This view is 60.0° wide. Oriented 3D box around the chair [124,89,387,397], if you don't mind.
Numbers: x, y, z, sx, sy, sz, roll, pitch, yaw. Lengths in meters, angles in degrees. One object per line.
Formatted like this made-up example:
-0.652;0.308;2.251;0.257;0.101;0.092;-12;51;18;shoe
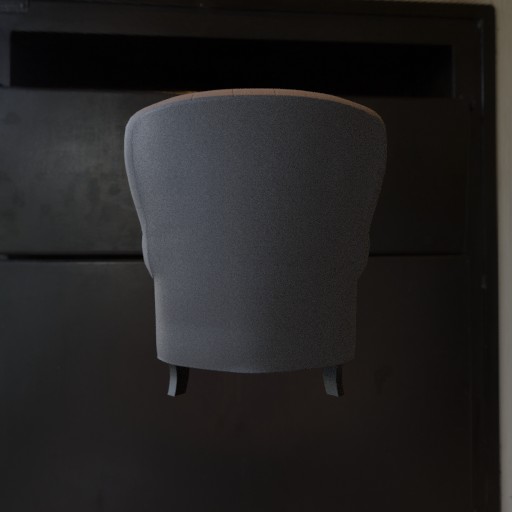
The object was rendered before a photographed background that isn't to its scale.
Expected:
0.000;0.000;1.824;0.983;1.046;0.983;0;-1;1;chair
